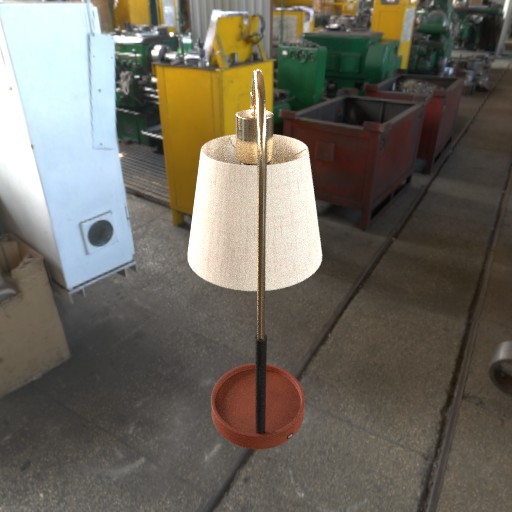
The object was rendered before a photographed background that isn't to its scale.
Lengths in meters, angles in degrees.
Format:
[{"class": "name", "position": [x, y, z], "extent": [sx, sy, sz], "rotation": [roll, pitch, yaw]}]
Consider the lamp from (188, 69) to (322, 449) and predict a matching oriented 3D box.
[{"class": "lamp", "position": [0.000, 0.000, 0.667], "extent": [0.211, 0.536, 0.273], "rotation": [-2, 31, -3]}]
